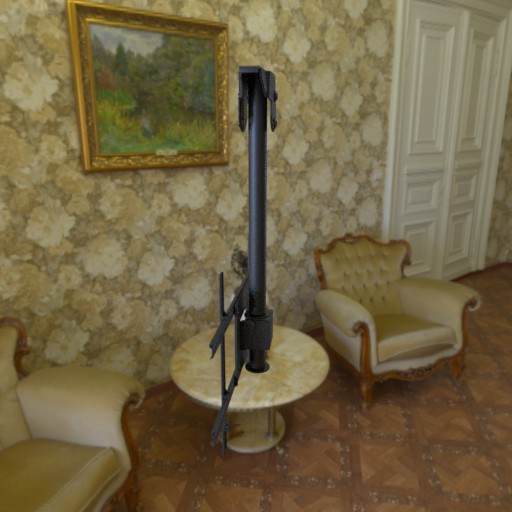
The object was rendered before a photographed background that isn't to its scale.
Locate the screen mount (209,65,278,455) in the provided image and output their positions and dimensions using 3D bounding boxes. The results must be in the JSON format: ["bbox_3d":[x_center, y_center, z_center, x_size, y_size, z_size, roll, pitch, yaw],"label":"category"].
[{"bbox_3d":[0.000,0.000,1.017,0.090,0.775,0.595,2,15,8],"label":"screen mount"}]
